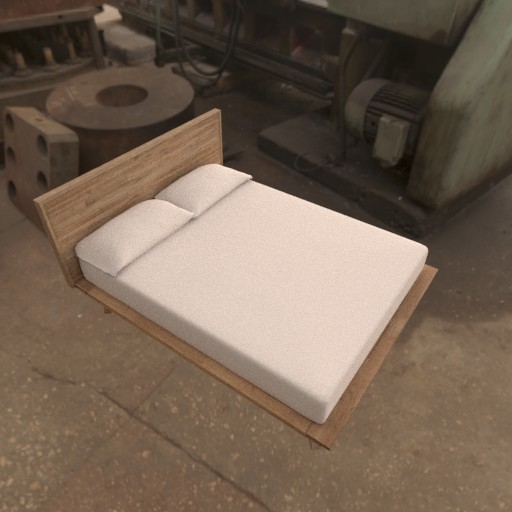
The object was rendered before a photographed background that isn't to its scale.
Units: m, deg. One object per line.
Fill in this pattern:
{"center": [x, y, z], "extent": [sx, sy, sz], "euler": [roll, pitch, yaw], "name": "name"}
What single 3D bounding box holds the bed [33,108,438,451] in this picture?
{"center": [0.000, 0.000, 3.153], "extent": [2.145, 1.071, 1.759], "euler": [25, 46, 26], "name": "bed"}
